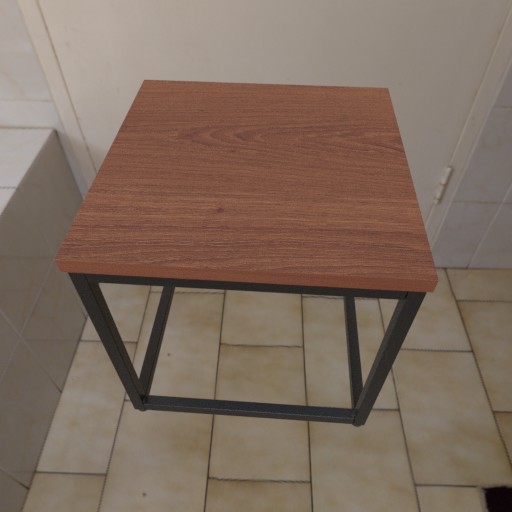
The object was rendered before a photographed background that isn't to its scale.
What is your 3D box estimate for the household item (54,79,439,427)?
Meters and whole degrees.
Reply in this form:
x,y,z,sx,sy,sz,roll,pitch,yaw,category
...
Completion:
x,y,z,sx,sy,sz,roll,pitch,yaw,category
0.000,0.000,0.741,0.400,0.400,0.400,3,48,3,household item
